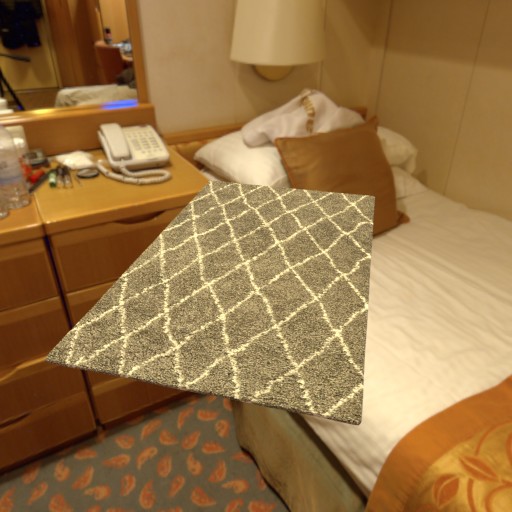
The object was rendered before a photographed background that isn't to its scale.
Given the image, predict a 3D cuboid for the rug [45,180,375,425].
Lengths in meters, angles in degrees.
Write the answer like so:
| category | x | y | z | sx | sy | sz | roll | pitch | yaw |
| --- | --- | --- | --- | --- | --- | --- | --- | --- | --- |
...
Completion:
| category | x | y | z | sx | sy | sz | roll | pitch | yaw |
| --- | --- | --- | --- | --- | --- | --- | --- | --- | --- |
| rug | 0.000 | 0.000 | 3.018 | 1.524 | 0.030 | 2.438 | 7 | 32 | 12 |
